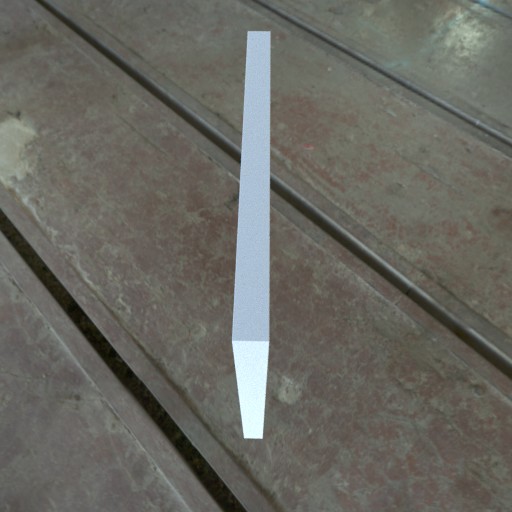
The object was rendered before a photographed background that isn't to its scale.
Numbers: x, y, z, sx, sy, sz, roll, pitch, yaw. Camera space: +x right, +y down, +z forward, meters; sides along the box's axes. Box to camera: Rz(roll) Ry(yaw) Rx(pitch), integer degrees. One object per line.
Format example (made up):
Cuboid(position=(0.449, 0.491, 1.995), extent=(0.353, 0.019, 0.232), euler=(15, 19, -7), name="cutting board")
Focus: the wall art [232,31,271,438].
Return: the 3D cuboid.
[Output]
Cuboid(position=(0.000, 0.000, 0.770), extent=(0.035, 0.507, 0.508), euler=(1, 58, 1), name="wall art")
